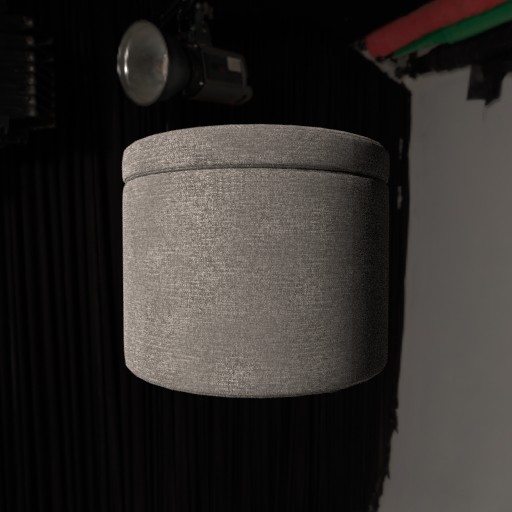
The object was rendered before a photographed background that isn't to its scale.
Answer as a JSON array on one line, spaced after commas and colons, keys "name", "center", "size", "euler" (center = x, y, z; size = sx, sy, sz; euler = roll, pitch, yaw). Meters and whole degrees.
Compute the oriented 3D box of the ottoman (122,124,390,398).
[{"name": "ottoman", "center": [0.000, 0.000, 0.870], "size": [0.500, 0.419, 0.500], "euler": [0, 2, 0]}]
